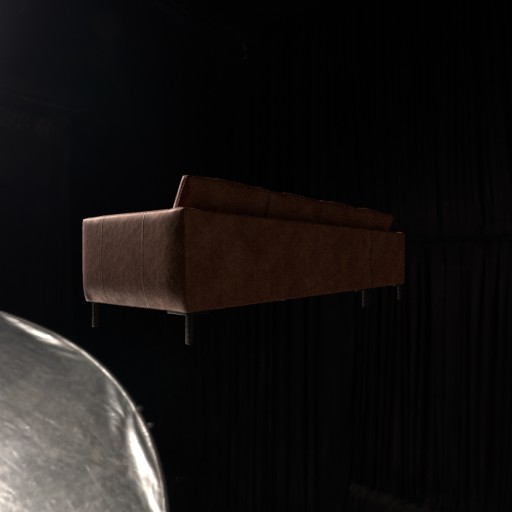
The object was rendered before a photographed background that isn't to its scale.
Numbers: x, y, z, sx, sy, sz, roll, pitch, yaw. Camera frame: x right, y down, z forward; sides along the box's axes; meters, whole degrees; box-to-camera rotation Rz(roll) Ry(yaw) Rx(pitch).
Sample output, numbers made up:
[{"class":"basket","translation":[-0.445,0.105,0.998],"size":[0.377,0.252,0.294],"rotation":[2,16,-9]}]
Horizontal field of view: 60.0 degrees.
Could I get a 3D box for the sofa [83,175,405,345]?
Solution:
[{"class":"sofa","translation":[0.000,0.000,3.697],"size":[1.471,0.859,2.993],"rotation":[0,0,38]}]
